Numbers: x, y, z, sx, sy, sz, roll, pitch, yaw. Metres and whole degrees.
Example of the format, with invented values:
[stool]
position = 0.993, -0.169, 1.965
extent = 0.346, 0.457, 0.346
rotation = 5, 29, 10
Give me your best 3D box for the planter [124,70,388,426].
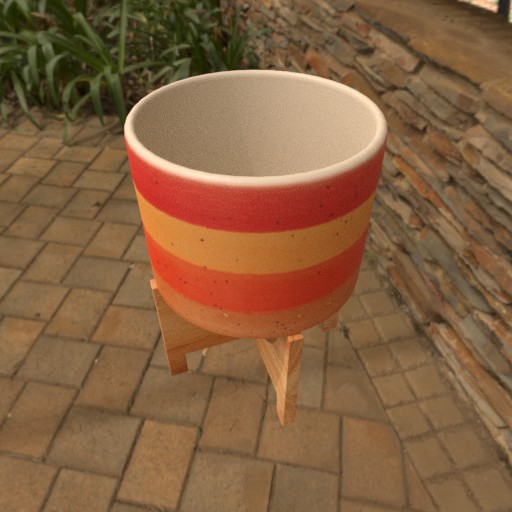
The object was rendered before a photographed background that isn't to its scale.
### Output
[planter]
position = 0.000, 0.000, 0.564
extent = 0.269, 0.379, 0.269
rotation = 0, 41, 0
